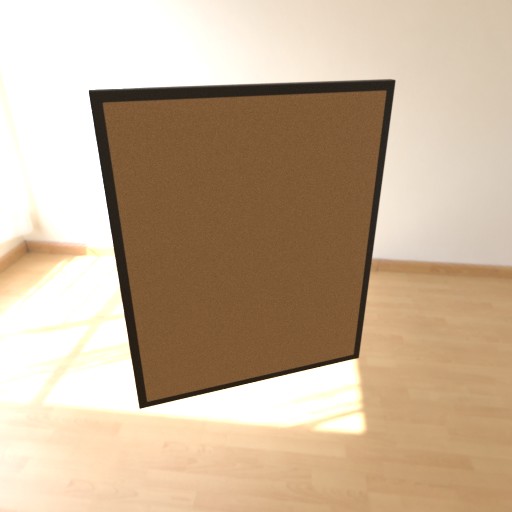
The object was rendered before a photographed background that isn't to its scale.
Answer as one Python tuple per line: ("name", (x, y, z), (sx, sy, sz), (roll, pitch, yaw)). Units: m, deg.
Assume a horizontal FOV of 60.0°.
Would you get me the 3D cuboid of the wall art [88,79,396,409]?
("wall art", (0.000, 0.000, 0.801), (0.481, 0.582, 0.018), (-8, 28, -16))
